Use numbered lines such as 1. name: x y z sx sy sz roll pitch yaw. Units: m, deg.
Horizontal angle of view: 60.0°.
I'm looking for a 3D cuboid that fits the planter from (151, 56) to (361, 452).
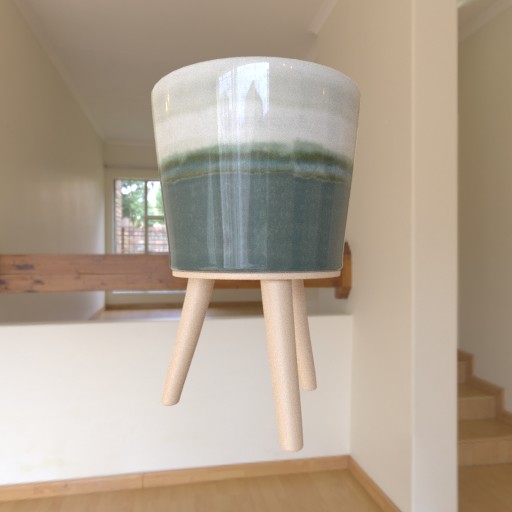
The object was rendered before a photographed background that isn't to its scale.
1. planter: 0.000 0.000 0.471 0.217 0.331 0.217 0 0 -35
